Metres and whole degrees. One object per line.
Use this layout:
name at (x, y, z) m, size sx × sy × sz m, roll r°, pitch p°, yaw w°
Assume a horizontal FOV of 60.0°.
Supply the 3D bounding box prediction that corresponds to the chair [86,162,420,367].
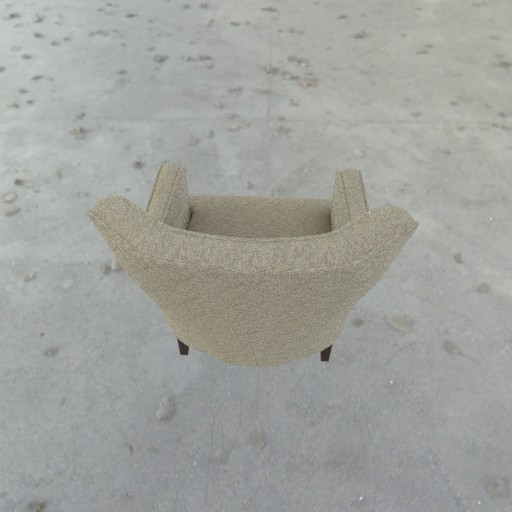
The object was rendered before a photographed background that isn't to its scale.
chair at (0.000, 0.000, 1.643) m, size 0.820 × 0.920 × 0.910 m, roll 2°, pitch 47°, yaw 2°
